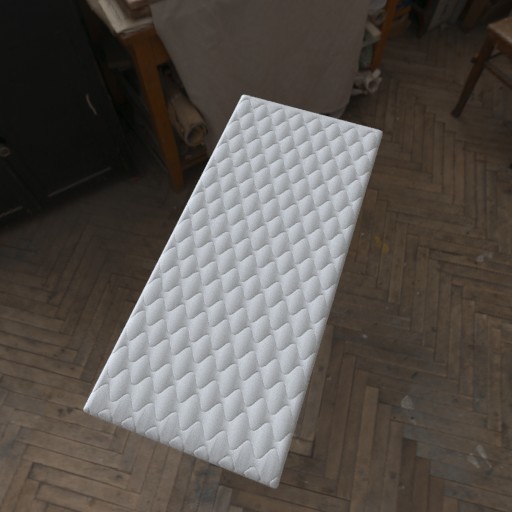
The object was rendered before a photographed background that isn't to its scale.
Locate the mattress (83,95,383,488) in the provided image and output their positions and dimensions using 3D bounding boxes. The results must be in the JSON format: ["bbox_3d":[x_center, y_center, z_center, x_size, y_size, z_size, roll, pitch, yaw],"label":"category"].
[{"bbox_3d":[0.000,0.000,2.345,0.900,0.200,2.000,18,65,9],"label":"mattress"}]
